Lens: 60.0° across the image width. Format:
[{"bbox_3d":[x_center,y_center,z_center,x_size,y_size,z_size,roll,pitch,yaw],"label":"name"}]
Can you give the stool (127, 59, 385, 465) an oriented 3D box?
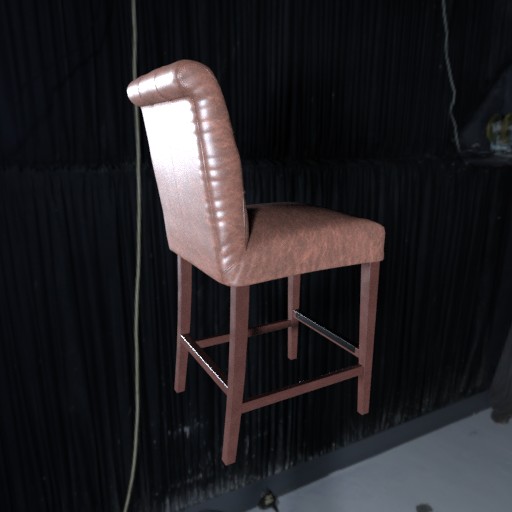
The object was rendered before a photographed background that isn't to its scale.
[{"bbox_3d":[0.000,0.000,1.431,0.660,1.084,0.486,-8,17,-28],"label":"stool"}]
